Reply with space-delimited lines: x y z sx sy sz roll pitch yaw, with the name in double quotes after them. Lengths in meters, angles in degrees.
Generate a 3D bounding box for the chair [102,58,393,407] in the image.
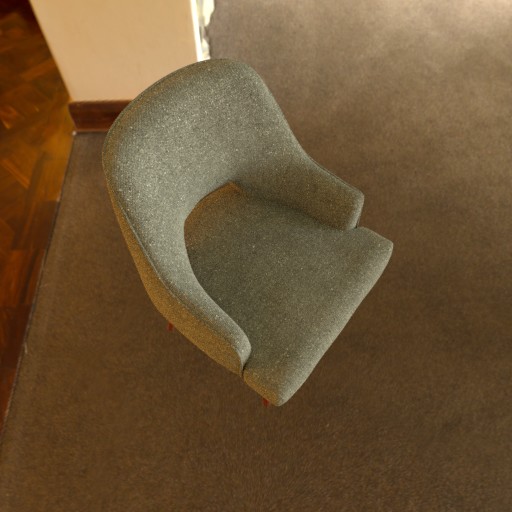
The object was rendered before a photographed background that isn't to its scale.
0.000 0.000 1.285 0.629 0.875 0.608 33 64 19 "chair"
